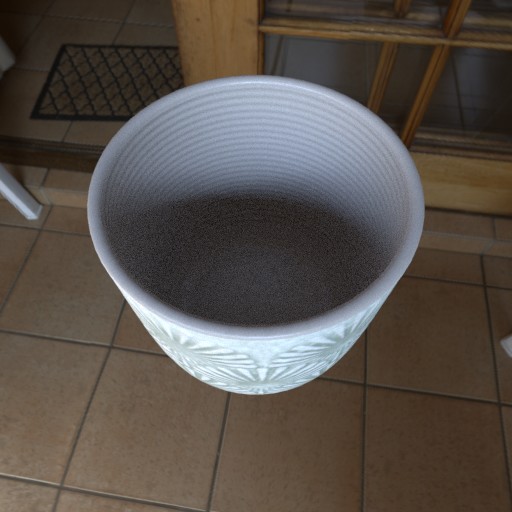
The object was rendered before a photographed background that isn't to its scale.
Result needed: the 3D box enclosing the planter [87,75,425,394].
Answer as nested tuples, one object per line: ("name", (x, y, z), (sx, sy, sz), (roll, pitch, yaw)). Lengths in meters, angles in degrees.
("planter", (0.000, 0.000, 0.211), (0.124, 0.109, 0.124), (0, 59, 0))
